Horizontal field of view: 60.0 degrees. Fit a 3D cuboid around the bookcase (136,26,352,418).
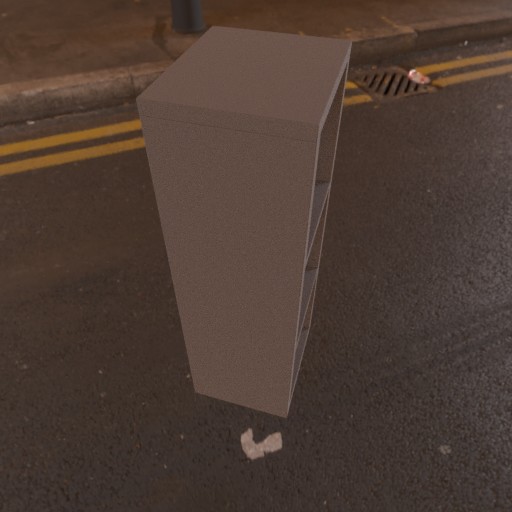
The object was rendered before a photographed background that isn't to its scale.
[{"bbox_3d":[0.000,0.000,1.270,0.330,1.080,0.390,12,47,12],"label":"bookcase"}]
